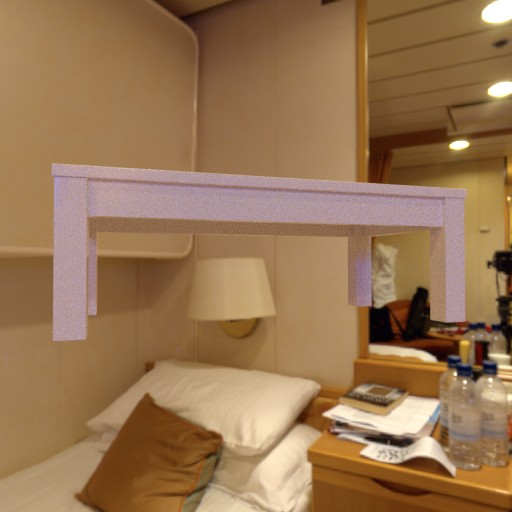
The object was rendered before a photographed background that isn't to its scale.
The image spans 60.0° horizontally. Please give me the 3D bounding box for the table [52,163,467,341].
[{"bbox_3d":[0.000,0.000,1.702,1.350,0.470,0.700,0,-1,-17],"label":"table"}]
